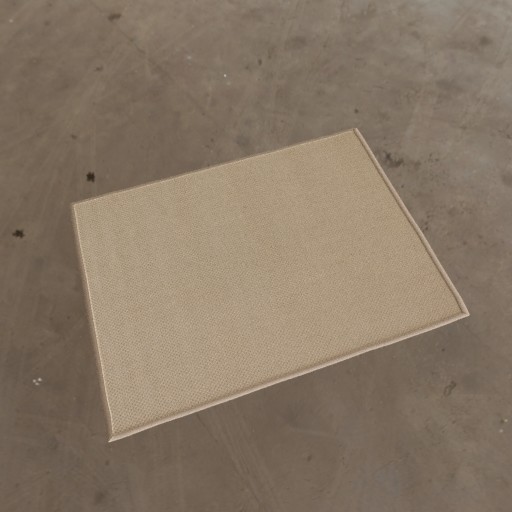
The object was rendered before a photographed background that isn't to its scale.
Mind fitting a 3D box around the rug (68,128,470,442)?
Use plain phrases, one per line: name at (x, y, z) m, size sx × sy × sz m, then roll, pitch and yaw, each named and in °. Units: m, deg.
rug at (0.000, 0.000, 2.705) m, size 2.081 × 0.020 × 1.525 m, roll -17°, pitch 63°, yaw -9°
